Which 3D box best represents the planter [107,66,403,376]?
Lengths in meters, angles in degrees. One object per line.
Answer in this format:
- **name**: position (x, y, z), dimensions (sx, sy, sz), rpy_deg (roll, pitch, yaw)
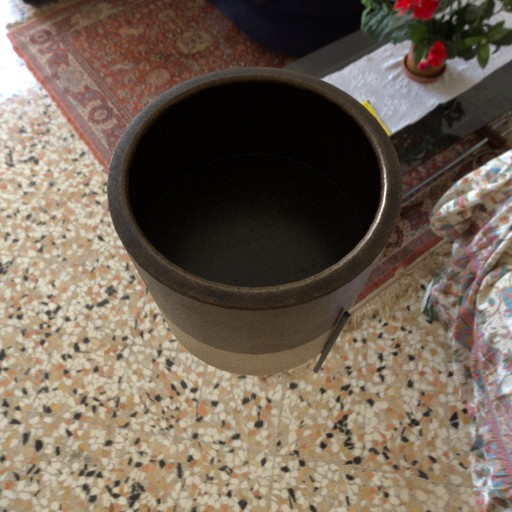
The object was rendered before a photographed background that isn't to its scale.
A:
- **planter**: position (0.000, 0.000, 0.721), dimensions (0.345, 0.465, 0.354), rpy_deg (16, 65, 8)
